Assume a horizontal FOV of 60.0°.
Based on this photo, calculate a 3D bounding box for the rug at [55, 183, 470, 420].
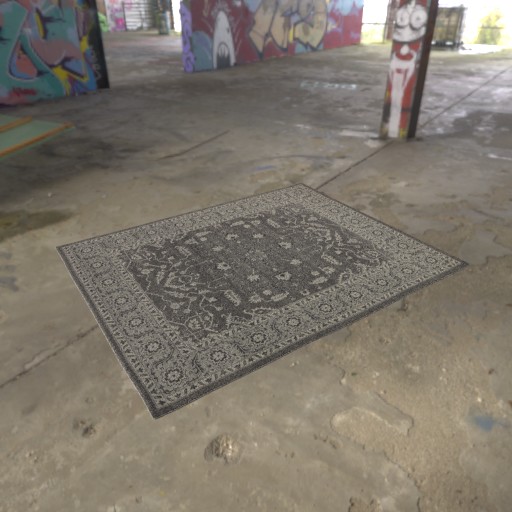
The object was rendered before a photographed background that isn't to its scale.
[{"bbox_3d":[0.000,0.000,4.158,3.069,0.026,2.451,-19,35,-29],"label":"rug"}]
